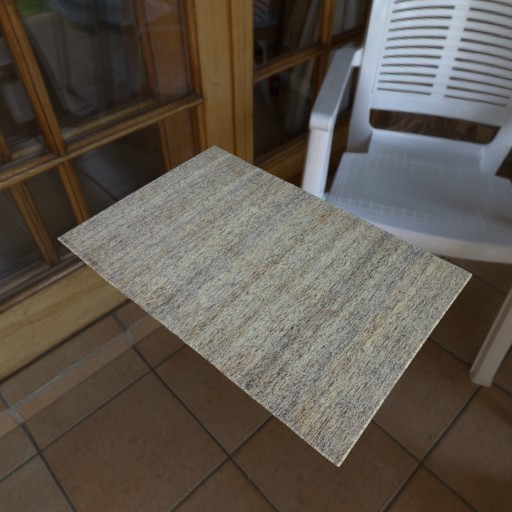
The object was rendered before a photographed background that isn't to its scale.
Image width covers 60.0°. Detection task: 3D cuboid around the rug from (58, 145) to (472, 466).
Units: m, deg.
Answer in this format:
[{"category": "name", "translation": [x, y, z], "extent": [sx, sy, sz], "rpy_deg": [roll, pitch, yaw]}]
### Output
[{"category": "rug", "translation": [0.000, 0.000, 2.351], "extent": [1.846, 0.014, 1.243], "rpy_deg": [32, 54, 27]}]
